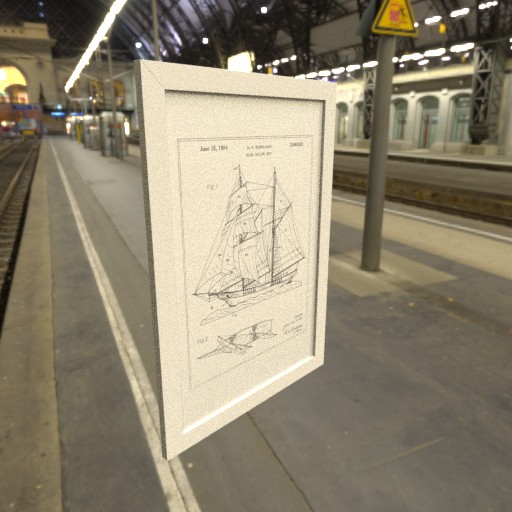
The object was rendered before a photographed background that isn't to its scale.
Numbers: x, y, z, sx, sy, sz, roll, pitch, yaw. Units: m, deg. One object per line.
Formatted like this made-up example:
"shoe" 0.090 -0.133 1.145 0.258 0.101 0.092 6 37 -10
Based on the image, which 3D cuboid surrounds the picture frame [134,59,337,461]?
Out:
"picture frame" 0.000 0.000 0.600 0.011 0.459 0.326 15 22 42
